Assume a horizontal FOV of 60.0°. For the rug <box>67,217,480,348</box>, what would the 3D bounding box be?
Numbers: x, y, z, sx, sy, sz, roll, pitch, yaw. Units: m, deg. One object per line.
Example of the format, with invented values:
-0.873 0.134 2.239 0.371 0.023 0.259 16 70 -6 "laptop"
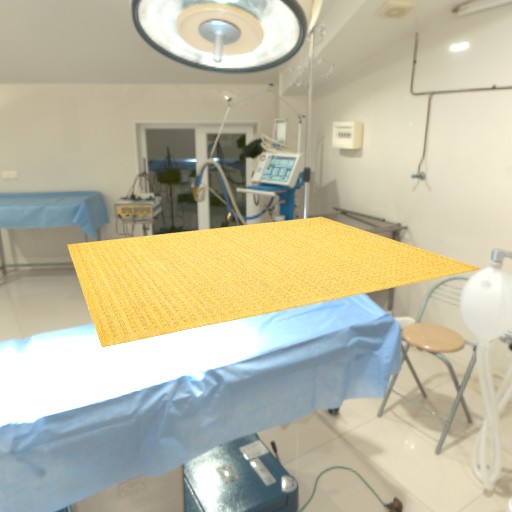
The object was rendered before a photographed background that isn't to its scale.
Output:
0.000 0.000 4.337 3.242 0.015 2.486 -8 19 -25 "rug"
